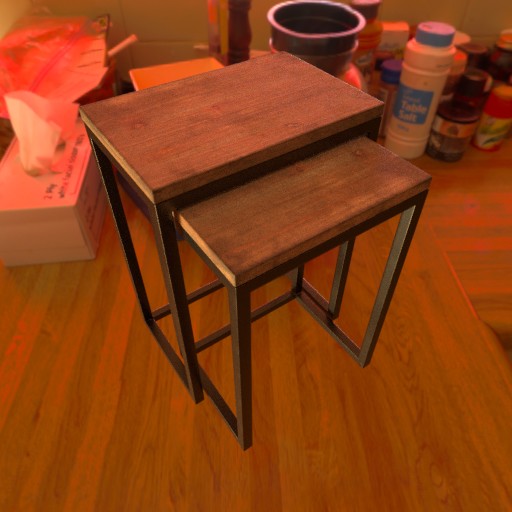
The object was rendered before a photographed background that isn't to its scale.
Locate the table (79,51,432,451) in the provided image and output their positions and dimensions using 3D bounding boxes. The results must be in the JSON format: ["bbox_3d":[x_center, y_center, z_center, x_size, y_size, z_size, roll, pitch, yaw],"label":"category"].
[{"bbox_3d":[0.000,0.000,0.940,0.456,0.615,0.460,-24,50,-22],"label":"table"}]
